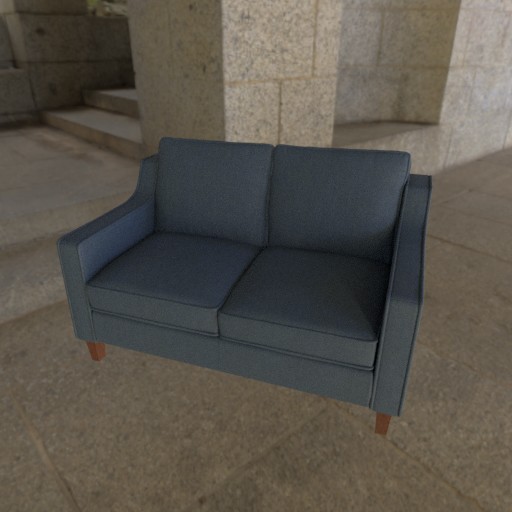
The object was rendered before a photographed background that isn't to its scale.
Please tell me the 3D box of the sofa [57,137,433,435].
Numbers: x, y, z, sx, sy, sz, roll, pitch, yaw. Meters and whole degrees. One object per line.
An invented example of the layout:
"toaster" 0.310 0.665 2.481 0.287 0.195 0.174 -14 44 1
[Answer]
"sofa" 0.000 0.000 2.144 1.501 0.971 0.987 9 28 17
